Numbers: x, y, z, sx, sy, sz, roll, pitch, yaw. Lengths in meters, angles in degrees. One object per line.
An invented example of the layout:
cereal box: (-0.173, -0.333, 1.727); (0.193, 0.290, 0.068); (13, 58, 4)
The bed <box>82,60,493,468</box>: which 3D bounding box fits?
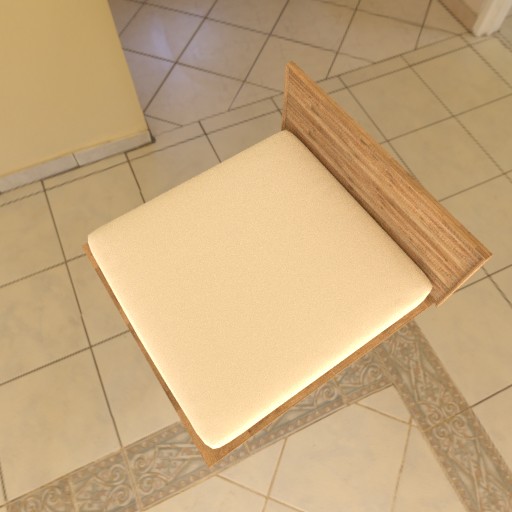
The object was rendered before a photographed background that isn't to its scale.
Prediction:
bed: (0.000, 0.000, 3.382); (2.167, 1.100, 2.116); (-31, 67, -15)
